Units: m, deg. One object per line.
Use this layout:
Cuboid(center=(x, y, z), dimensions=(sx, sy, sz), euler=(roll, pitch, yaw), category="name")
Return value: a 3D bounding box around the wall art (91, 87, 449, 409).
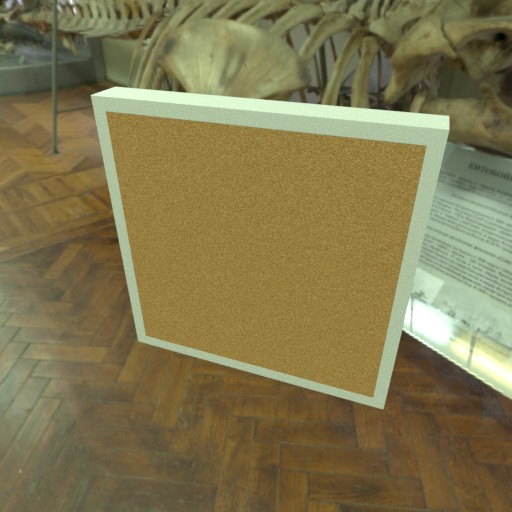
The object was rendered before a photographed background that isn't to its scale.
Cuboid(center=(0.000, 0.000, 0.453), dimensions=(0.305, 0.302, 0.038), euler=(11, 34, 17), category="wall art")
